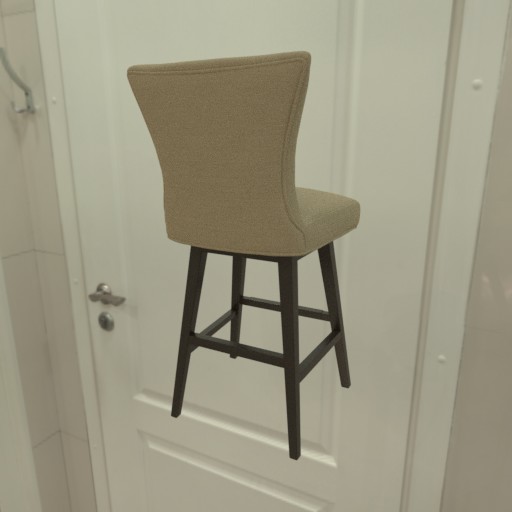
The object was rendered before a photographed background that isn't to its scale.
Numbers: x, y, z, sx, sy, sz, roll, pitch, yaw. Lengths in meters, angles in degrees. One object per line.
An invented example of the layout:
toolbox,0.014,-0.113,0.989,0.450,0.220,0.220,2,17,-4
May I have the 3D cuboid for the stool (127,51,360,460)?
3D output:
stool,0.000,0.000,1.390,0.514,1.086,0.574,8,18,26
